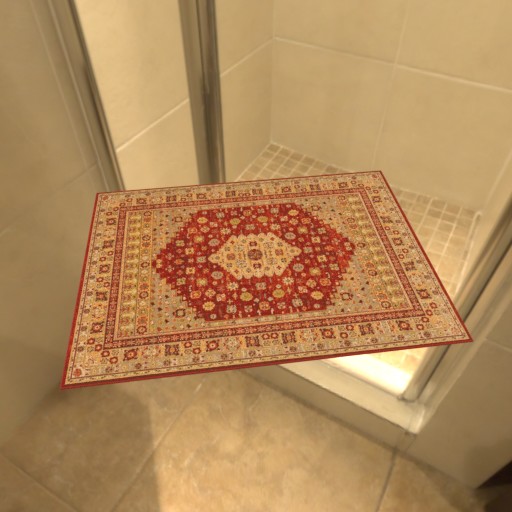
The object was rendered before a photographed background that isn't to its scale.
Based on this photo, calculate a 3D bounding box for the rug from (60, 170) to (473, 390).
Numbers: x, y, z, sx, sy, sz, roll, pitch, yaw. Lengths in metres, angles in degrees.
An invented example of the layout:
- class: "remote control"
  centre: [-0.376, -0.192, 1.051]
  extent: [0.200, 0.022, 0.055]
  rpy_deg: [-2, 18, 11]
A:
- class: "rug"
  centre: [0.000, 0.000, 2.887]
  extent: [2.211, 0.013, 1.593]
  rpy_deg: [-5, 47, -5]
